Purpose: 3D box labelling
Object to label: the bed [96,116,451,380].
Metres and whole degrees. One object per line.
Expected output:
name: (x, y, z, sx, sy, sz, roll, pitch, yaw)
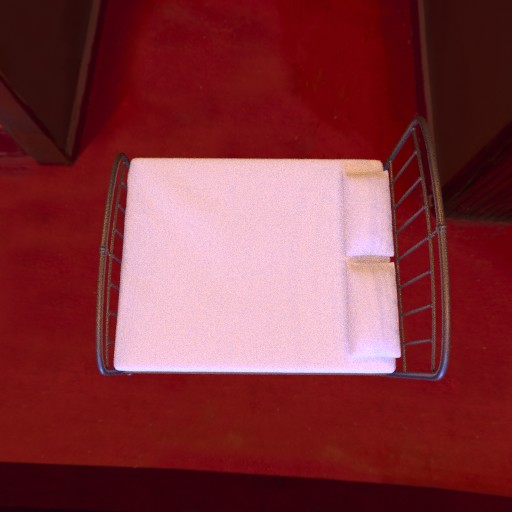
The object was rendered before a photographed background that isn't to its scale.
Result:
bed: (0.000, 0.000, 3.204, 2.168, 1.475, 1.711, 0, 76, 0)
